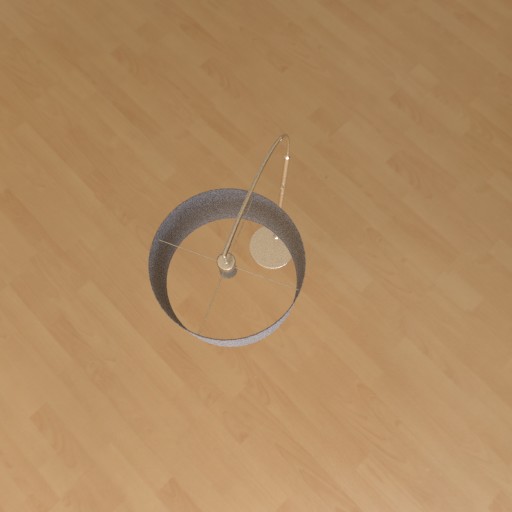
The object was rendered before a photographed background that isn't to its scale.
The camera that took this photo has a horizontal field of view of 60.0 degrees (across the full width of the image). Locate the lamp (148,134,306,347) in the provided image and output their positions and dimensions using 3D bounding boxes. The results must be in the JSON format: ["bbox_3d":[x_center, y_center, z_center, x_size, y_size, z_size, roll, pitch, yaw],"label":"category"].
[{"bbox_3d":[0.000,0.000,2.080,0.452,1.735,0.934,20,76,5],"label":"lamp"}]
